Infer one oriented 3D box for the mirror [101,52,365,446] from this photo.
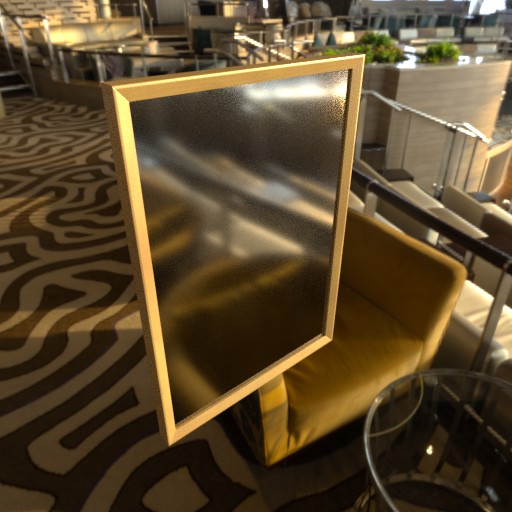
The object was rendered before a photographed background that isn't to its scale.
[{"bbox_3d":[0.000,0.000,0.892,0.507,0.710,0.039,-23,38,-34],"label":"mirror"}]
